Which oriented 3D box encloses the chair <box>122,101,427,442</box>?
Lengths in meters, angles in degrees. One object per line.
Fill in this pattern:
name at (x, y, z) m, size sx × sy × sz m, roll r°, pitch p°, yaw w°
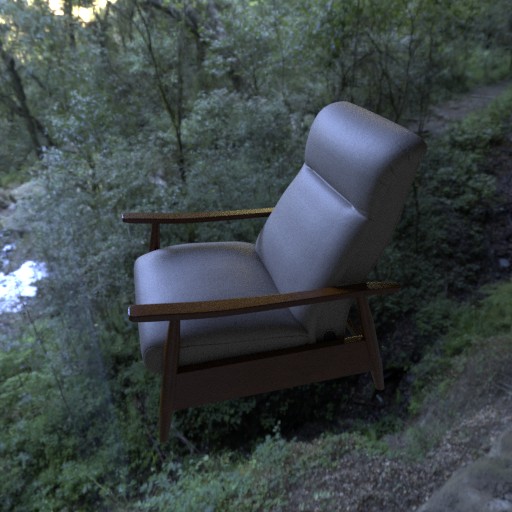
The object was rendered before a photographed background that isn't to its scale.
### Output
chair at (0.000, 0.000, 1.833) m, size 1.032 × 1.082 × 0.762 m, roll -8°, pitch 32°, yaw -14°
